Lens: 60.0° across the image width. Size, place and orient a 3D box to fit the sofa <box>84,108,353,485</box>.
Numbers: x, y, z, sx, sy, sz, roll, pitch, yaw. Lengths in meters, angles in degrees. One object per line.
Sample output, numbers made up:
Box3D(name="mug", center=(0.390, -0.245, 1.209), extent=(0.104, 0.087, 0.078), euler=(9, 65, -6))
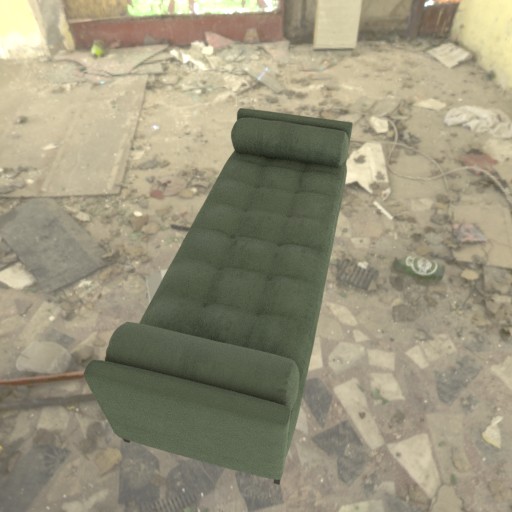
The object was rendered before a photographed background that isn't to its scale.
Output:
Box3D(name="sofa", center=(0.000, 0.000, 2.480), extent=(0.817, 0.681, 2.130), euler=(11, 47, 10))
